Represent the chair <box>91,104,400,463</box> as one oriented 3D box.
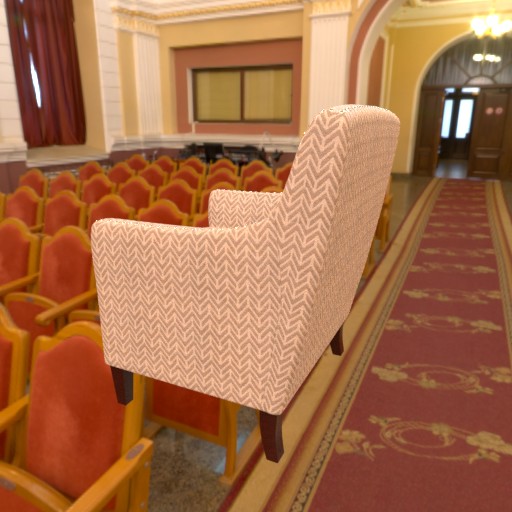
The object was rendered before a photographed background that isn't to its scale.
[{"bbox_3d":[0.000,0.000,1.280,0.651,0.816,0.623,8,19,25],"label":"chair"}]
